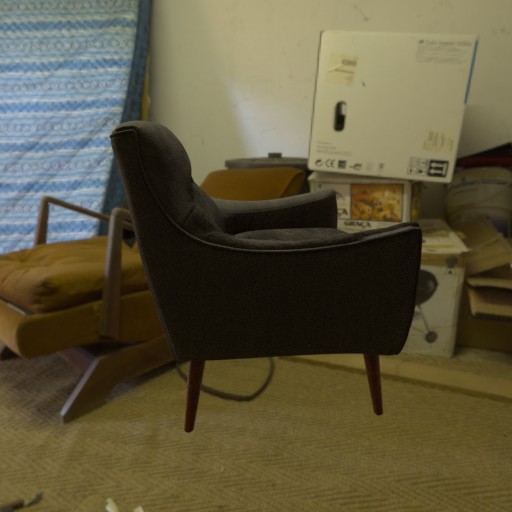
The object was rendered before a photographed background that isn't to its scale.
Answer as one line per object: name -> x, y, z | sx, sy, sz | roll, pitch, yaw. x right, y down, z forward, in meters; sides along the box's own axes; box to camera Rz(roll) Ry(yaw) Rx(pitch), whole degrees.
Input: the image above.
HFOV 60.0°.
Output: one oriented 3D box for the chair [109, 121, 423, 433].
chair -> 0.000, 0.000, 1.446 | 0.787, 0.838, 0.762 | -2, 16, -8
